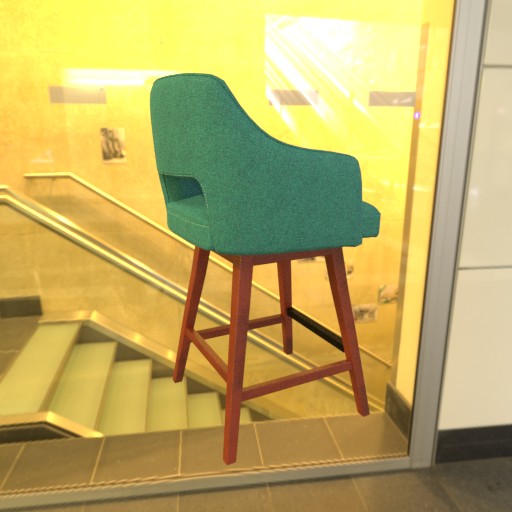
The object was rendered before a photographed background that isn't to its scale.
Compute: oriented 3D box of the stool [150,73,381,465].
[{"bbox_3d":[0.000,0.000,1.315,0.556,0.961,0.548,-8,17,-26],"label":"stool"}]
